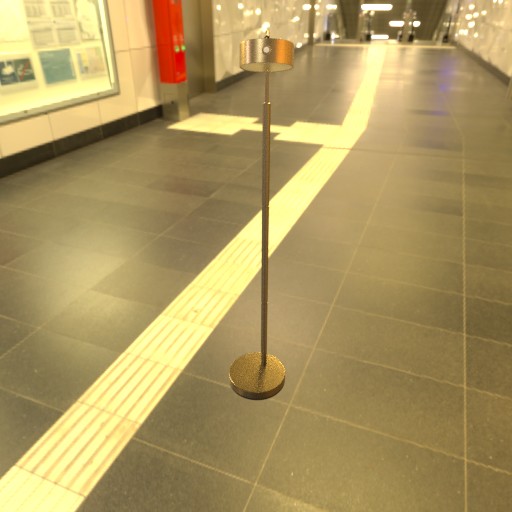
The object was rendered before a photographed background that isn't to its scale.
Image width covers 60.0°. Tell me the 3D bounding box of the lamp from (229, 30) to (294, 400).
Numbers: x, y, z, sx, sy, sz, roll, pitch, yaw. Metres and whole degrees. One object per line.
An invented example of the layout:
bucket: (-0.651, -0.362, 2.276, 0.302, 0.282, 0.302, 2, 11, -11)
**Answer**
lamp: (0.000, 0.000, 1.360, 0.219, 1.230, 0.418, 1, 30, 2)
